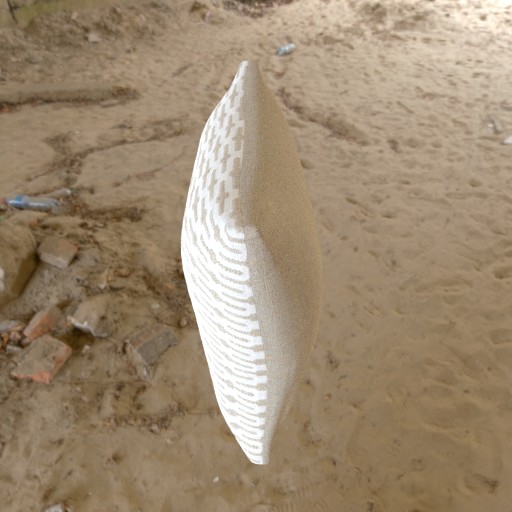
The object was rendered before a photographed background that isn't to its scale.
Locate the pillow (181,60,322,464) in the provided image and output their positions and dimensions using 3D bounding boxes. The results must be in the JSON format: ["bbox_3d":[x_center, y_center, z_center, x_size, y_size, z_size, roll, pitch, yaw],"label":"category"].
[{"bbox_3d":[0.000,0.000,0.755,0.219,0.491,0.496,0,41,0],"label":"pillow"}]
